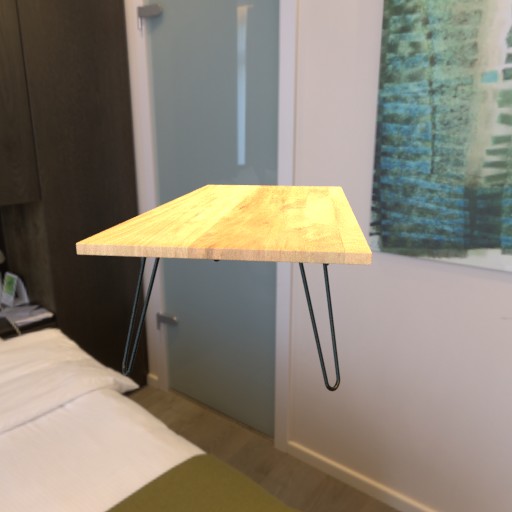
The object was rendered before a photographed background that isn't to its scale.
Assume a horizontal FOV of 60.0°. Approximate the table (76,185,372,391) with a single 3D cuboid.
[{"bbox_3d":[0.000,0.000,1.723,0.699,0.400,1.348,2,15,7],"label":"table"}]
